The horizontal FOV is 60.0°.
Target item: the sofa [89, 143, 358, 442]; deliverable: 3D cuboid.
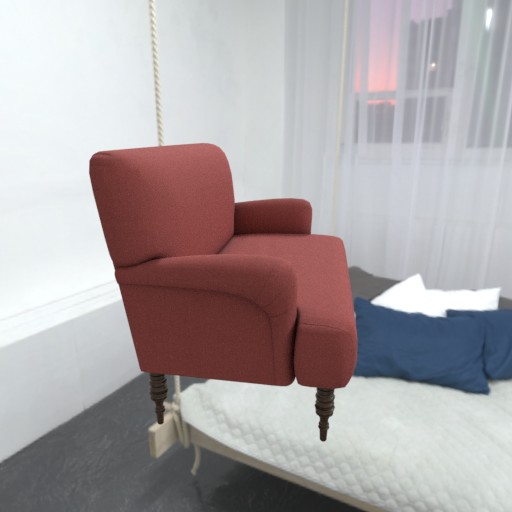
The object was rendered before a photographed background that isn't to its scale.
[{"bbox_3d":[0.000,0.000,1.844,0.779,0.889,1.297,2,16,9],"label":"sofa"}]
